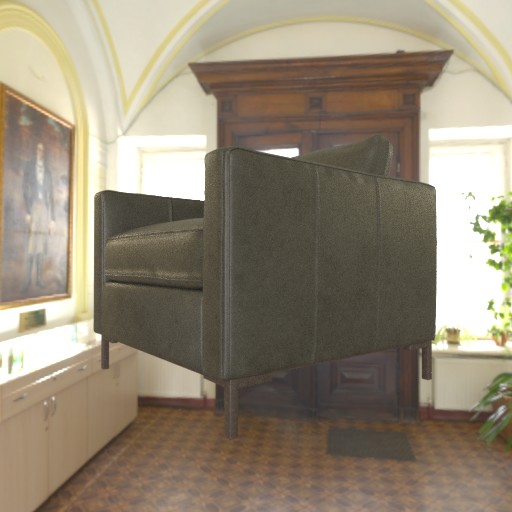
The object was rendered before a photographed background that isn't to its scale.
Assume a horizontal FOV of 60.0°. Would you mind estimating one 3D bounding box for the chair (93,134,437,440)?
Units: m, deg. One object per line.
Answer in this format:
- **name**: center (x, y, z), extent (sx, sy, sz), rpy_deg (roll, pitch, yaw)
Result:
- **chair**: center (0.000, 0.000, 1.486), extent (0.861, 0.824, 0.967), rpy_deg (1, -1, -38)
